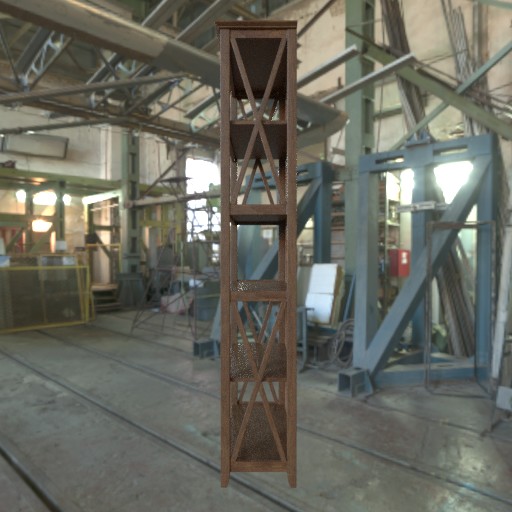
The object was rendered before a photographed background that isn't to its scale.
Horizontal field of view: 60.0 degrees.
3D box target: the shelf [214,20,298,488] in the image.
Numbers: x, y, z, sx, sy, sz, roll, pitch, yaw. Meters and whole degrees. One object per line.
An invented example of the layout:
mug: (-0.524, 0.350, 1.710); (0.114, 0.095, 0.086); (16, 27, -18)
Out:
shelf: (0.000, 0.000, 2.193); (0.335, 1.905, 0.805); (0, 1, 0)
